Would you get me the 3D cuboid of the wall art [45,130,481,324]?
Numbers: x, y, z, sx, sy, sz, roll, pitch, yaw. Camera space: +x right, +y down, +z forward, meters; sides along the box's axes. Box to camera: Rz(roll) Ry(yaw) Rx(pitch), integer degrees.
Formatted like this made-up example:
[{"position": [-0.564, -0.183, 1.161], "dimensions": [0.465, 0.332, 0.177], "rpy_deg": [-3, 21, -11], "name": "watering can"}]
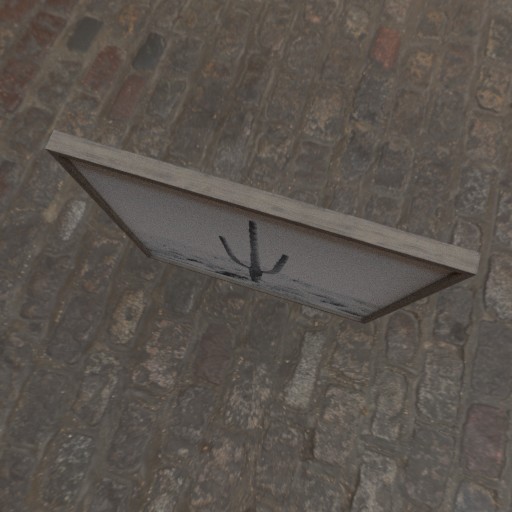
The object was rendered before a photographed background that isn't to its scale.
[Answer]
[{"position": [0.000, 0.000, 1.121], "dimensions": [0.762, 0.762, 0.038], "rpy_deg": [17, 76, 4], "name": "wall art"}]
